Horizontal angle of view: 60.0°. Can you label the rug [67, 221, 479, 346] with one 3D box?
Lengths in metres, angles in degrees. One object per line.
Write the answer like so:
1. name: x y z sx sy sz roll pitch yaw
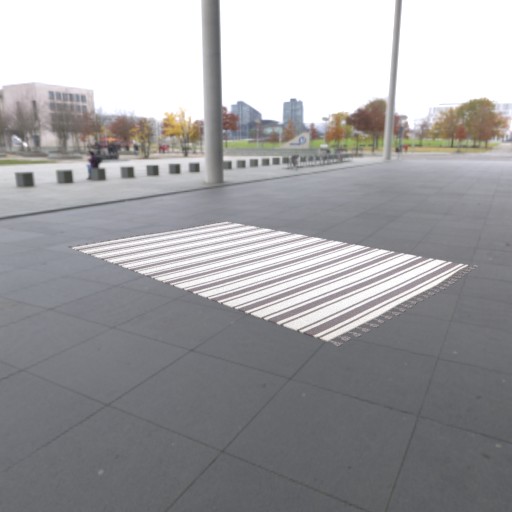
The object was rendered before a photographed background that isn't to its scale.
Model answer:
1. rug: 0.000 0.000 3.027 2.425 0.014 1.563 13 20 43
